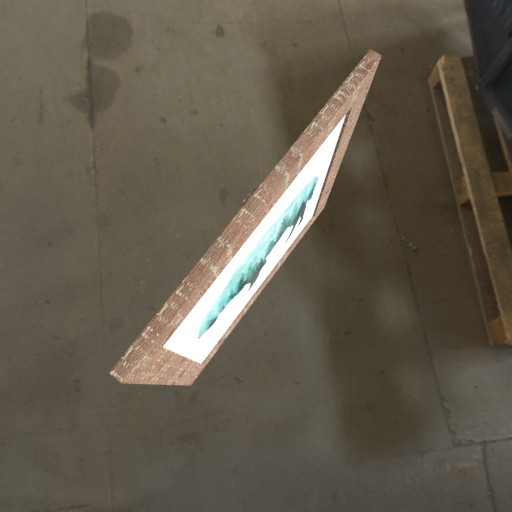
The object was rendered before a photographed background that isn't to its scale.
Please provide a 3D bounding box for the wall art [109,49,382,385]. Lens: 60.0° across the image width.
[{"bbox_3d":[0.000,0.000,0.570,0.022,0.380,0.380,35,77,10],"label":"wall art"}]
